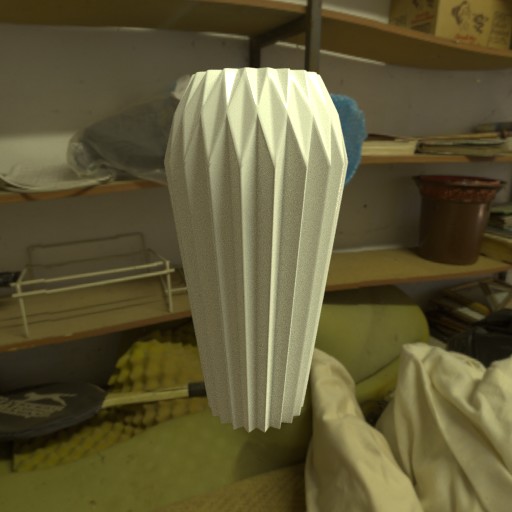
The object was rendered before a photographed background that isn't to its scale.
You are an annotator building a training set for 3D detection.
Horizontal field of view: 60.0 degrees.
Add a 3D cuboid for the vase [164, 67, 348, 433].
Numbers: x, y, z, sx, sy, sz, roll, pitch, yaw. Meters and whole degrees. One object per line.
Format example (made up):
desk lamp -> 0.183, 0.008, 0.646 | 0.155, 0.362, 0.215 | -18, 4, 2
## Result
vase -> 0.000, 0.000, 0.347 | 0.133, 0.263, 0.133 | 0, 16, 0
